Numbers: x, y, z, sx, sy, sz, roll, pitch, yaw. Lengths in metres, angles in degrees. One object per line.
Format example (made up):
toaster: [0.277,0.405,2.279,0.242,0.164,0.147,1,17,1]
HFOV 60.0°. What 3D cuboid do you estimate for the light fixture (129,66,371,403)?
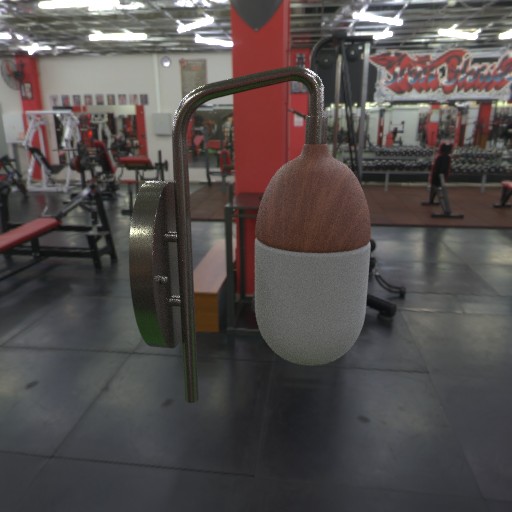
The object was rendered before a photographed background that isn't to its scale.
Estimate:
light fixture: [0.000,0.000,0.435,0.216,0.343,0.108,3,17,9]
